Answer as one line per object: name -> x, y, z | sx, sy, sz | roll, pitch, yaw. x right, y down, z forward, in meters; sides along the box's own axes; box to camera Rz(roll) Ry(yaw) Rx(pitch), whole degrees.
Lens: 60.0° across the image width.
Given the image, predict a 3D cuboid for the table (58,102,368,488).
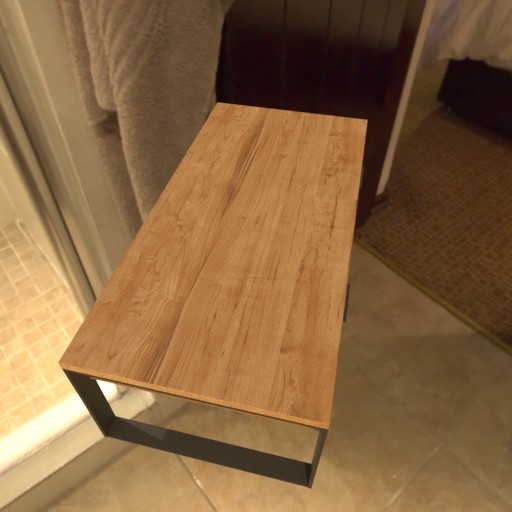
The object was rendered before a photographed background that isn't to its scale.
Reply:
table -> 0.000, 0.000, 1.440 | 0.590, 0.400, 1.180 | 10, 47, 9
